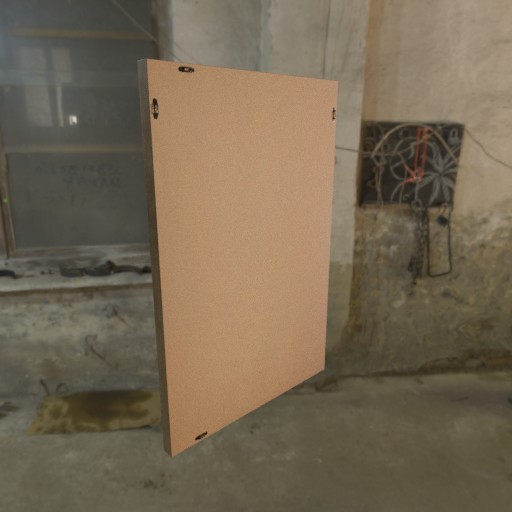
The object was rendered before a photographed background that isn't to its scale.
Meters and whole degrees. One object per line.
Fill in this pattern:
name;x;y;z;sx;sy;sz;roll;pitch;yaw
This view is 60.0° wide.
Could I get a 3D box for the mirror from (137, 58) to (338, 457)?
mirror;0.000;0.000;1.187;0.609;0.915;0.041;-15;22;-41
